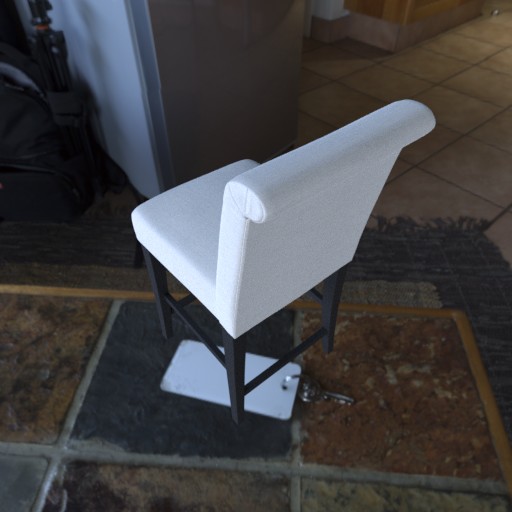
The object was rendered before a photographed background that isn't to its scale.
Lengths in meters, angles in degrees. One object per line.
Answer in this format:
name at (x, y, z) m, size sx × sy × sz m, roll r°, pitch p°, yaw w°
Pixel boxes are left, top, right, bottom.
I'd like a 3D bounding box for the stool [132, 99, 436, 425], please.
stool at (0.000, 0.000, 1.259) m, size 0.452 × 0.976 × 0.597 m, roll -30°, pitch 53°, yaw -27°
